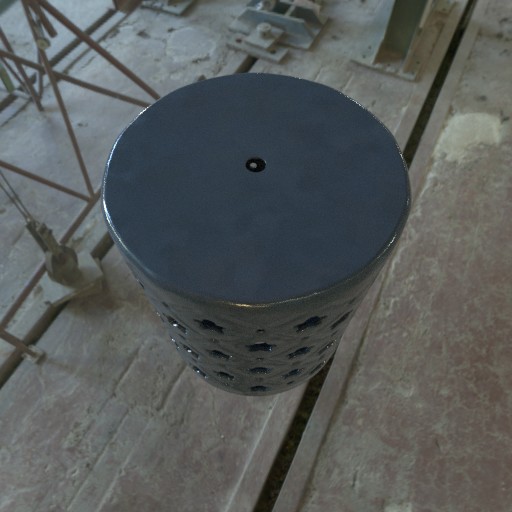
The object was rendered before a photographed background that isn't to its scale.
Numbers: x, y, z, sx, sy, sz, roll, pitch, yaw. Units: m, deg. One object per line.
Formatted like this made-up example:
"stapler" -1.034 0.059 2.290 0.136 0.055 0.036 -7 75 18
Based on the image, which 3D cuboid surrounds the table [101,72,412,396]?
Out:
"table" 0.000 0.000 0.661 0.352 0.387 0.352 0 58 0
